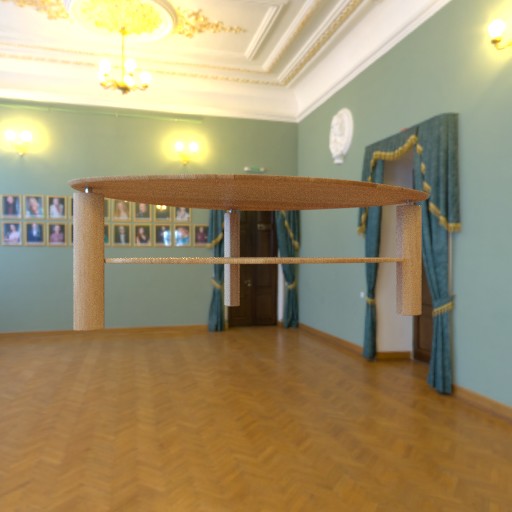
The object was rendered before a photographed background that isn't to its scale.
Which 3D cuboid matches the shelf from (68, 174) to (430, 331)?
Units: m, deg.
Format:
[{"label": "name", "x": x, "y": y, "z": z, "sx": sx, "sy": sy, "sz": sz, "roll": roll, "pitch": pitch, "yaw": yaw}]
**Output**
[{"label": "shelf", "x": 0.000, "y": 0.000, "z": 1.618, "sx": 1.246, "sy": 0.440, "sz": 0.845, "roll": 0, "pitch": 0, "yaw": -17}]
